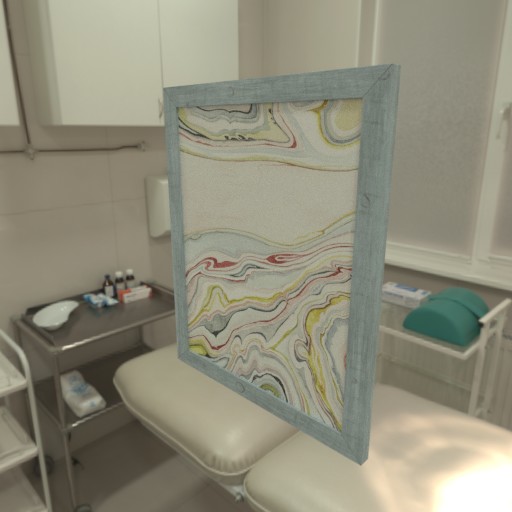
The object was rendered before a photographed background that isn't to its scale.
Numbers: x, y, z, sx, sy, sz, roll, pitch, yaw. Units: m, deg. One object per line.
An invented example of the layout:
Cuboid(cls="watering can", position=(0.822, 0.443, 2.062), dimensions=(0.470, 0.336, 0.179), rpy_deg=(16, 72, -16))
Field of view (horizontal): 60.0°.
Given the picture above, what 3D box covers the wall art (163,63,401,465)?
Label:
Cuboid(cls="wall art", position=(0.000, 0.000, 0.780), dimensions=(0.479, 0.582, 0.022), rpy_deg=(15, 22, 42))
